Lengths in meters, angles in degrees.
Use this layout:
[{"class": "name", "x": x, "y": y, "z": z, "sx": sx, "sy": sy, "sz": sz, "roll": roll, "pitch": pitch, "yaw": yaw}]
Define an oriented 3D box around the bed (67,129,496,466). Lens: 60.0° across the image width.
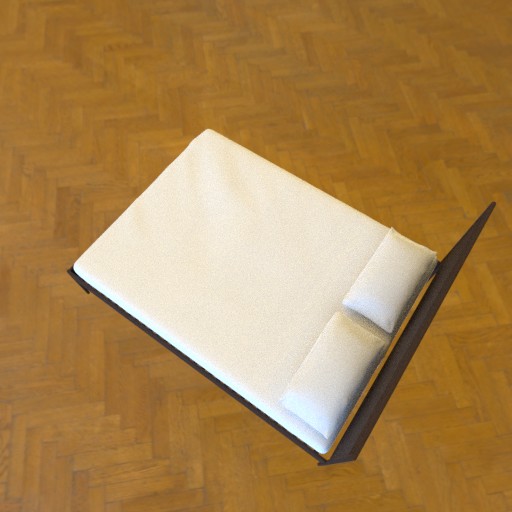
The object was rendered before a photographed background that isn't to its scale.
[{"class": "bed", "x": 0.000, "y": 0.000, "z": 2.935, "sx": 2.122, "sy": 1.173, "sz": 1.572, "roll": 32, "pitch": 68, "yaw": 15}]
